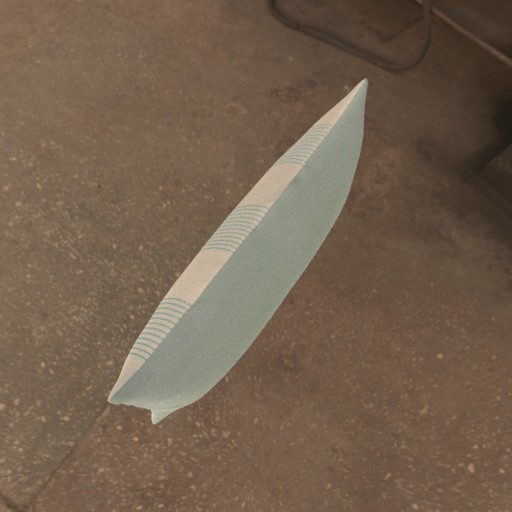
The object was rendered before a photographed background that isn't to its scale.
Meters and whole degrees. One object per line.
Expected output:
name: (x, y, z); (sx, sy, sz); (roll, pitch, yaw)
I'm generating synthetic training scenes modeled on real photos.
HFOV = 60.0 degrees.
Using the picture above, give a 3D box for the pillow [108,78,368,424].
pillow: (0.000, 0.000, 0.734); (0.151, 0.287, 0.610); (32, 69, 14)
